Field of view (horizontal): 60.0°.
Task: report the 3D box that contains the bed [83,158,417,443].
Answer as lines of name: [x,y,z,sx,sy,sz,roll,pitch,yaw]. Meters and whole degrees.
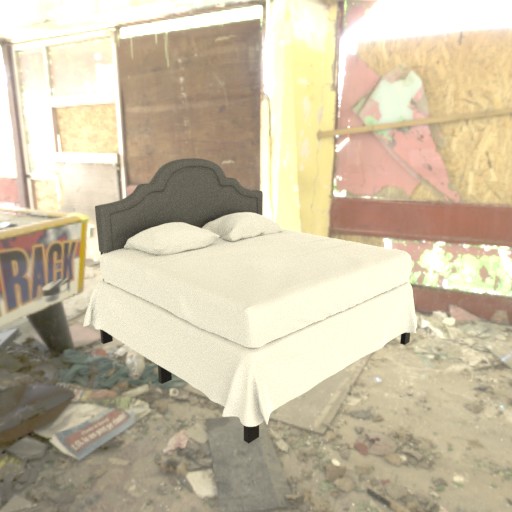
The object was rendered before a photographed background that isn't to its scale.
bed: [0.000,0.000,3.889,2.303,1.631,2.222,-14,20,-43]
